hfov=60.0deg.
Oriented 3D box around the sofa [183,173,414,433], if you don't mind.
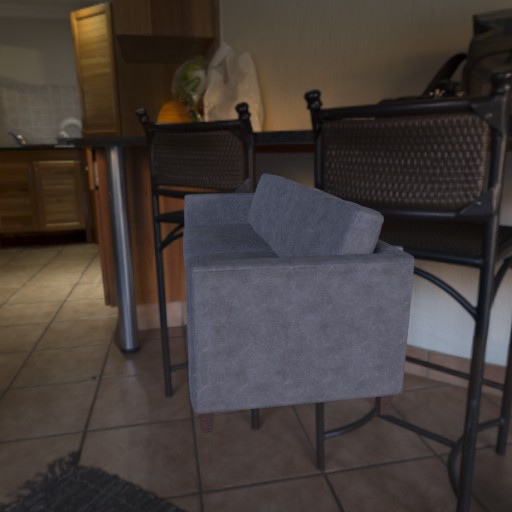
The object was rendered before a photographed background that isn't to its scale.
[{"bbox_3d":[0.000,0.000,2.942,0.951,0.965,2.434,-2,15,-9],"label":"sofa"}]
